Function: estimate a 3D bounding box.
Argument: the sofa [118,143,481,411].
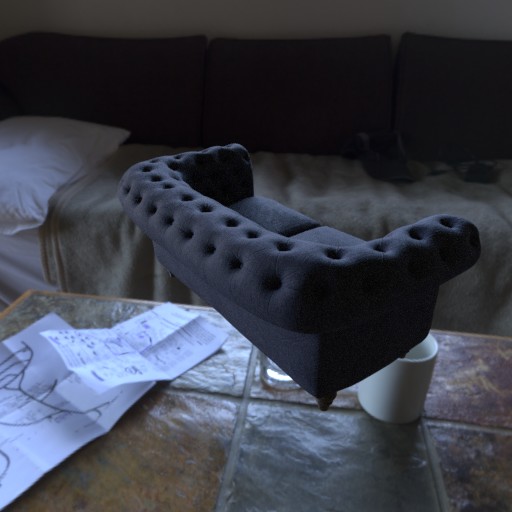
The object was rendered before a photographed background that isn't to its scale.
[{"bbox_3d":[0.000,0.000,2.491,1.082,0.833,1.988,-18,32,-32],"label":"sofa"}]
